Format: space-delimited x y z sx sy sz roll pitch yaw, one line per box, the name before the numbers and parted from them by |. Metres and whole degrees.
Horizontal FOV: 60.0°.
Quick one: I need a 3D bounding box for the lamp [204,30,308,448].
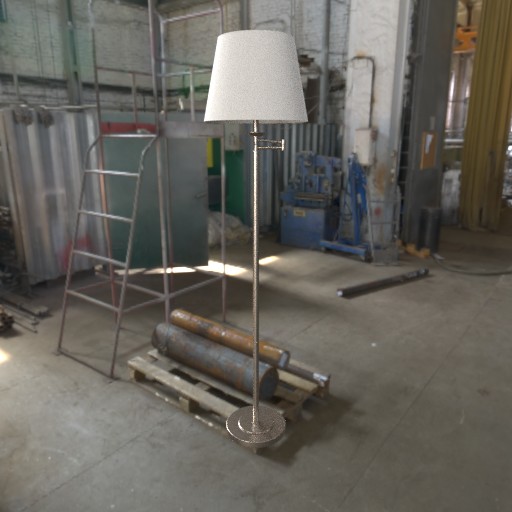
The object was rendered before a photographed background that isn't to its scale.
lamp | 0.000 0.000 1.643 0.355 1.473 0.355 0 15 0
